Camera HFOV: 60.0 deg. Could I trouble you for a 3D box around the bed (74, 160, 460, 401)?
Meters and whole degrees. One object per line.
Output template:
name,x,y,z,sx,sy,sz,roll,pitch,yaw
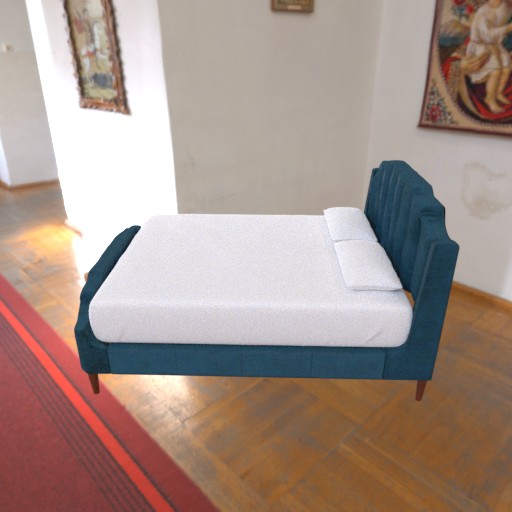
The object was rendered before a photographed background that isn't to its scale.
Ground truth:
bed,0.000,0.000,3.427,2.322,1.351,1.676,1,26,2
